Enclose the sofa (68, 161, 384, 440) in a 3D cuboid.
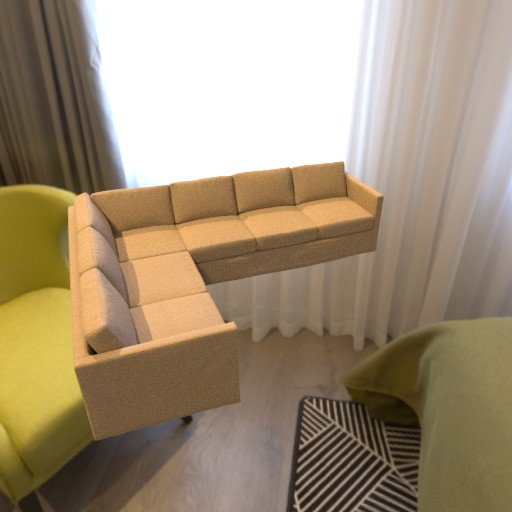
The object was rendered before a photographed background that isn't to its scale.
[{"bbox_3d":[0.000,0.000,4.136,3.182,0.871,2.432,-11,32,-18],"label":"sofa"}]
